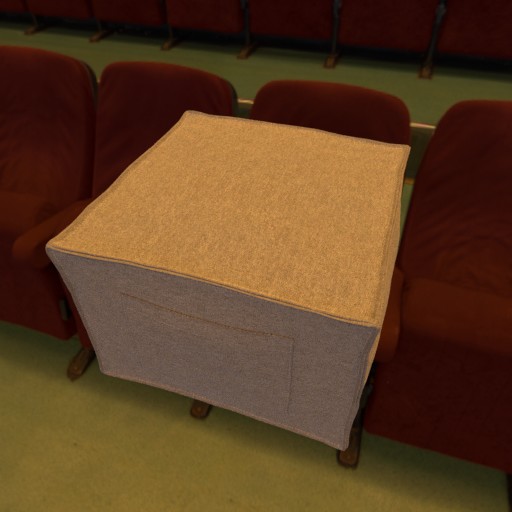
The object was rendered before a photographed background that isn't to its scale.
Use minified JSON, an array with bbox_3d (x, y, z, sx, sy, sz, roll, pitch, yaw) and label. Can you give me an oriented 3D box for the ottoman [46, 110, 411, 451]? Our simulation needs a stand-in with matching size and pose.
[{"bbox_3d":[0.000,0.000,1.189,0.707,0.470,0.696,12,43,13],"label":"ottoman"}]
